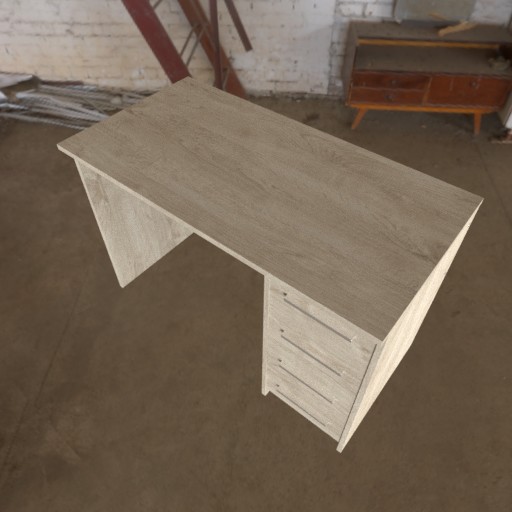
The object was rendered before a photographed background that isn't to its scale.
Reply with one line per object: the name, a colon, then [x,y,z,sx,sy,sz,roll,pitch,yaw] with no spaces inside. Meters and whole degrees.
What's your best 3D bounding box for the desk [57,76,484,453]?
desk: [0.000,0.000,1.523,1.096,0.730,0.560,31,55,25]
